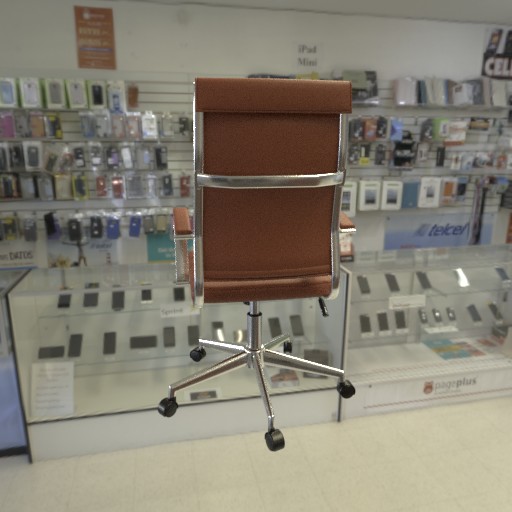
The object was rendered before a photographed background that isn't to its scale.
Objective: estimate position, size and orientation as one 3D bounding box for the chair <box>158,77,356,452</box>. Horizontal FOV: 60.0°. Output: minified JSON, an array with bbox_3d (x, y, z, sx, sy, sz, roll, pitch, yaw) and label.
[{"bbox_3d":[0.000,0.000,1.644,0.766,1.149,0.739,-2,15,-9],"label":"chair"}]
